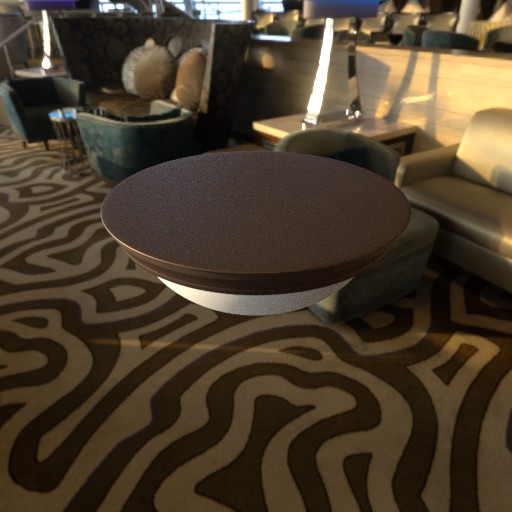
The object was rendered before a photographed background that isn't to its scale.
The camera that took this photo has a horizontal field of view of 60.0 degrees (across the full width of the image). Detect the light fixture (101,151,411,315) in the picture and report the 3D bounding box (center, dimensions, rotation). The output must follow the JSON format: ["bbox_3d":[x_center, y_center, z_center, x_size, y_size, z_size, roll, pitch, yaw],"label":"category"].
[{"bbox_3d":[0.000,0.000,0.450,0.280,0.135,0.280,0,30,0],"label":"light fixture"}]
